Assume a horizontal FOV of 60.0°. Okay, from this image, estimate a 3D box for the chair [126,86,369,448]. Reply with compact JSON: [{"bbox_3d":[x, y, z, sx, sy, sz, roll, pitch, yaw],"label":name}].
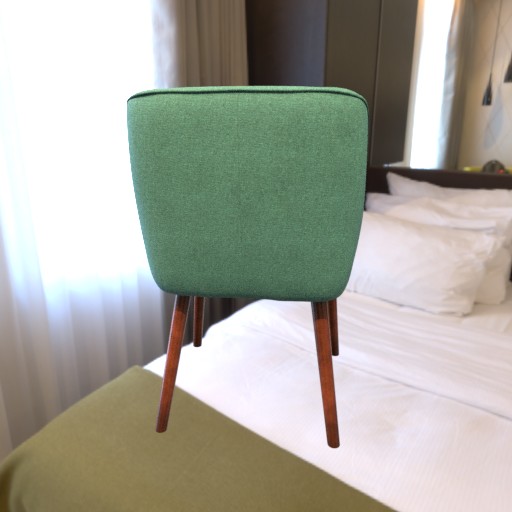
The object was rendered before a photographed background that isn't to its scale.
[{"bbox_3d":[0.000,0.000,1.165,0.543,0.803,0.519,2,17,7],"label":"chair"}]
